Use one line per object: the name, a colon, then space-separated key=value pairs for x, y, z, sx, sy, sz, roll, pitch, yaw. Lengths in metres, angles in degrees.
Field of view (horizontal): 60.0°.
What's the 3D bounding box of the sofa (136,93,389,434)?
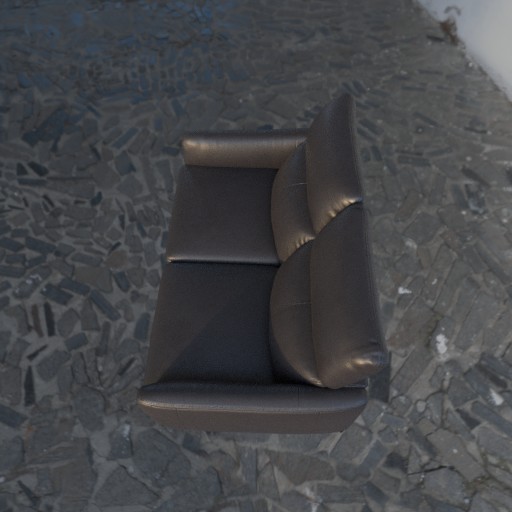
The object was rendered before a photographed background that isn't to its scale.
sofa: x=0.000 y=0.000 z=2.212 sx=0.958 sy=0.920 sz=1.596 roll=2 pitch=58 yaw=1
